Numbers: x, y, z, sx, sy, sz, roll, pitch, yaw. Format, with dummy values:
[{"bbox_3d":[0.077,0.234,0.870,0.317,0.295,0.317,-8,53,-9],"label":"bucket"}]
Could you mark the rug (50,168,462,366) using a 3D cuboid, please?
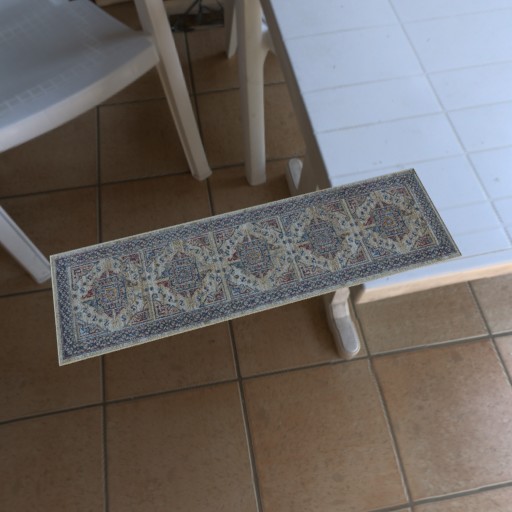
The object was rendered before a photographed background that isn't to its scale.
[{"bbox_3d":[0.000,0.000,2.567,2.297,0.013,0.661,-14,64,-7],"label":"rug"}]
